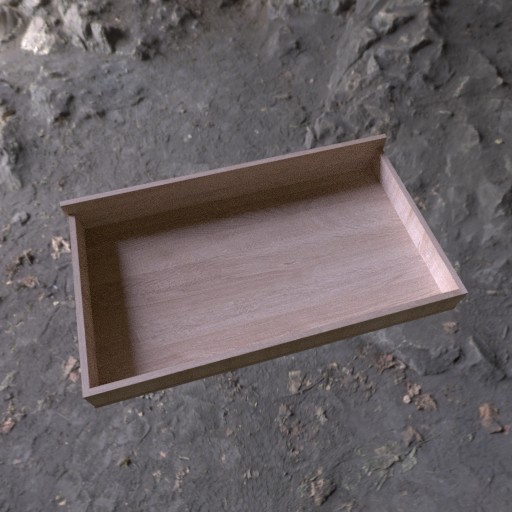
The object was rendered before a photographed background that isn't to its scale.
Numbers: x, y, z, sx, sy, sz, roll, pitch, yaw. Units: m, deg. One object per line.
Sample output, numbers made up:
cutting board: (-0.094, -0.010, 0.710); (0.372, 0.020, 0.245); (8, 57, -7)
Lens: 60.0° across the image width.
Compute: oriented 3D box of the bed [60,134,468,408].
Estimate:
bed: (0.000, 0.000, 1.516); (1.200, 0.209, 0.685); (-14, 59, -8)
